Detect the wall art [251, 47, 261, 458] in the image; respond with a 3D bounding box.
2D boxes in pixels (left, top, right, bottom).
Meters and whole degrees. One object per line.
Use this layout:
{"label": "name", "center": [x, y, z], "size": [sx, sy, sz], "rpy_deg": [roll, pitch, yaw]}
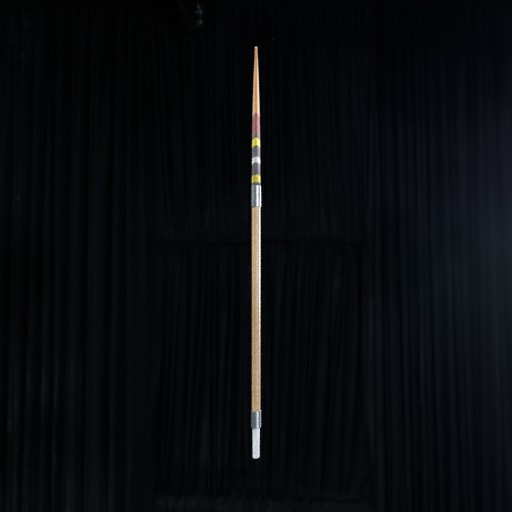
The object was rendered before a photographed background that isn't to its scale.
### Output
{"label": "wall art", "center": [0.000, 0.000, 1.715], "size": [0.038, 1.556, 0.146], "rpy_deg": [0, 0, 0]}
